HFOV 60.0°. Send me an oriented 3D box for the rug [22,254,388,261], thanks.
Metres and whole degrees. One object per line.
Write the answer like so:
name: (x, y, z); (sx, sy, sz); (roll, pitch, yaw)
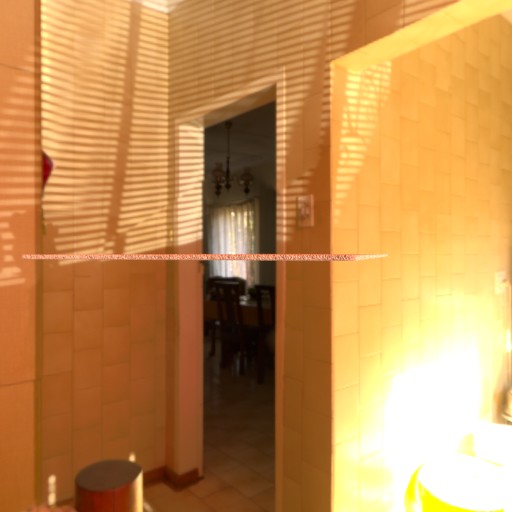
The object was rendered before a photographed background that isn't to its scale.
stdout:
rug: (0.000, 0.000, 3.372); (1.801, 0.024, 2.700); (0, 0, 19)
